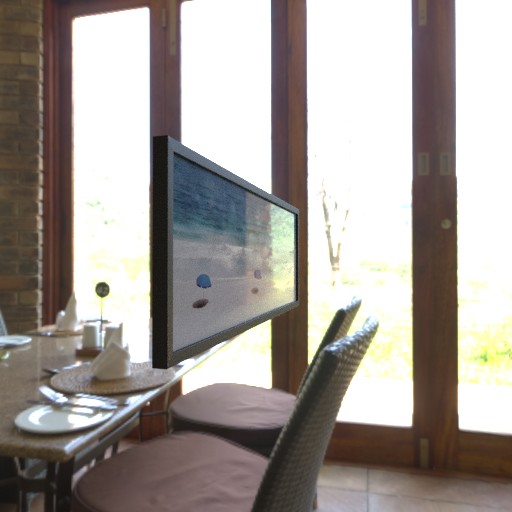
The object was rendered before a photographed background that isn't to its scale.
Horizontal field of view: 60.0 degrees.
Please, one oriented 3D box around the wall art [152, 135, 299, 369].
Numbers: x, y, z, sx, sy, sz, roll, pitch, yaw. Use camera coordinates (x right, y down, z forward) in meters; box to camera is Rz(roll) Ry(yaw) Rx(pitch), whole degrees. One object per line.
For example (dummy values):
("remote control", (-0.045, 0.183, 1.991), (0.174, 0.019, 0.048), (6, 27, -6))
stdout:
("wall art", (0.000, 0.000, 1.806), (0.041, 0.554, 1.572), (0, -1, 17))
